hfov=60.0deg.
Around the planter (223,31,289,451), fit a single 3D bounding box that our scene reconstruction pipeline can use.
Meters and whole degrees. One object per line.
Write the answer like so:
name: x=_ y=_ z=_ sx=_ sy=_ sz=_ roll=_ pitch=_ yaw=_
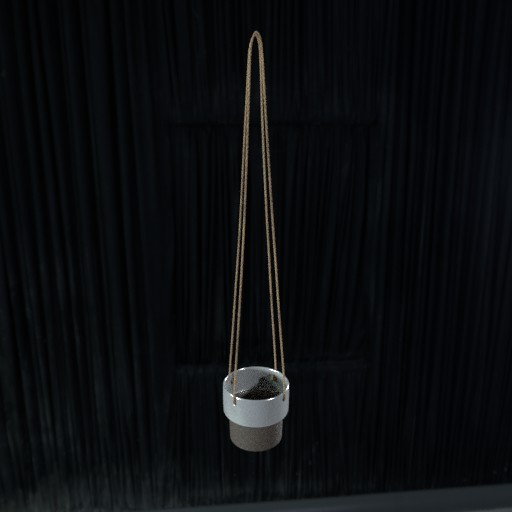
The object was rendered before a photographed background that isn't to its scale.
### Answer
planter: x=0.000 y=0.000 z=1.160 sx=0.187 sy=1.073 sz=0.187 roll=-2 pitch=14 yaw=-8
